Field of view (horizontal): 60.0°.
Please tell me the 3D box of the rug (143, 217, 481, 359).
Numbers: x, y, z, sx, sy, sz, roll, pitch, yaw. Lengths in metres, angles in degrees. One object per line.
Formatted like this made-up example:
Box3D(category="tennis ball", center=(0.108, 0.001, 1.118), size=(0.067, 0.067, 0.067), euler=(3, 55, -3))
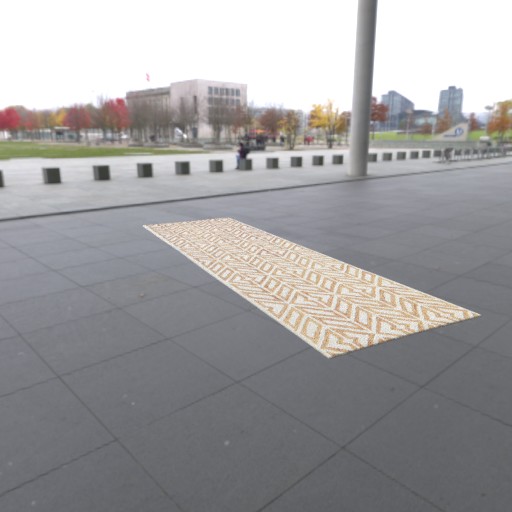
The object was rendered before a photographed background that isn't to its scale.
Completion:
Box3D(category="rug", center=(0.000, 0.000, 2.633), size=(0.750, 0.009, 2.435), euler=(-8, 17, -27))
